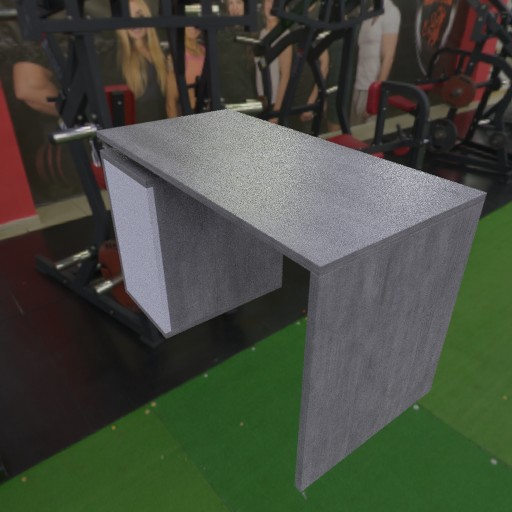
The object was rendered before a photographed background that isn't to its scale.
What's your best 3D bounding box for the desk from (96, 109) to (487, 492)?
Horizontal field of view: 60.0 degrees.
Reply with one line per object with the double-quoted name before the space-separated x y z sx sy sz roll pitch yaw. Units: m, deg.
"desk" 0.000 0.000 1.599 0.600 0.740 1.200 -21 37 -31
